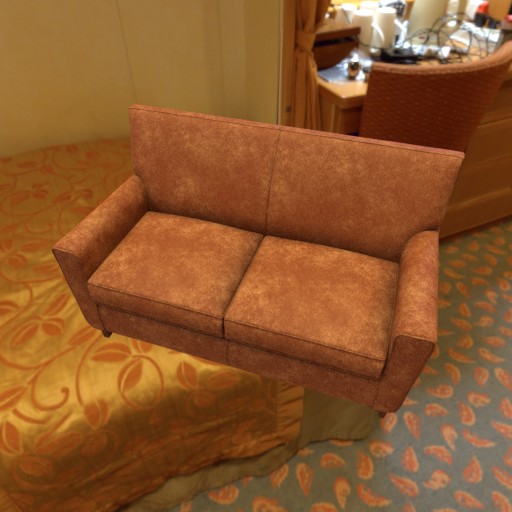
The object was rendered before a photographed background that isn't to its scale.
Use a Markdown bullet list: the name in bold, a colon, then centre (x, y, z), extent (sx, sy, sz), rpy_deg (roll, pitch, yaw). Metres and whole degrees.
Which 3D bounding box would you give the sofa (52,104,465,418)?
- **sofa**: centre (0.000, 0.000, 1.931), extent (1.473, 0.871, 0.787), rpy_deg (13, 43, 14)
